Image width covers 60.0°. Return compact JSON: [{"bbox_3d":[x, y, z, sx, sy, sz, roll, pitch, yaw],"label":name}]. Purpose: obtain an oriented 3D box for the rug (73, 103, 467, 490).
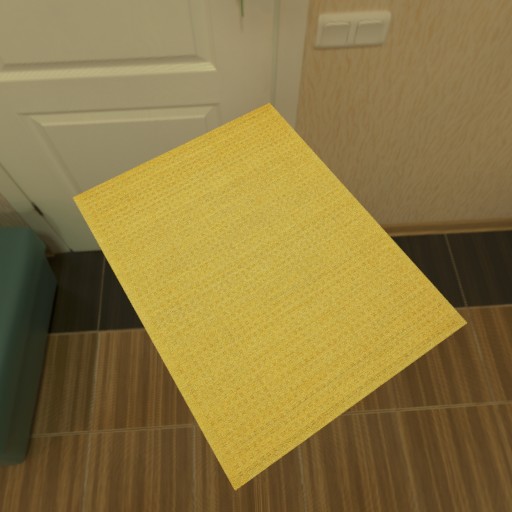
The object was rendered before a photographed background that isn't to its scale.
[{"bbox_3d":[0.000,0.000,4.351,2.486,0.015,3.242,-30,67,-14],"label":"rug"}]
